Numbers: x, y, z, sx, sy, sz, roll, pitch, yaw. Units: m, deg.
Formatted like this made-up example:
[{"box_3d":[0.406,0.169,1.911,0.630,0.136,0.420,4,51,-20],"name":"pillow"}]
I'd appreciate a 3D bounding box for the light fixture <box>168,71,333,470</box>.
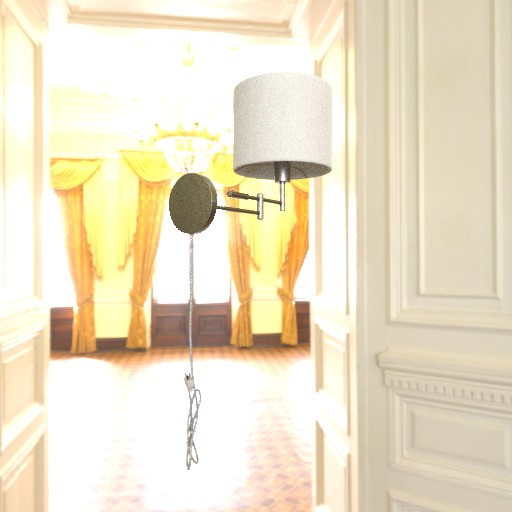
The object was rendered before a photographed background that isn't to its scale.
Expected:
[{"box_3d":[0.000,0.000,1.044,0.253,0.842,0.479,0,0,37],"name":"light fixture"}]
